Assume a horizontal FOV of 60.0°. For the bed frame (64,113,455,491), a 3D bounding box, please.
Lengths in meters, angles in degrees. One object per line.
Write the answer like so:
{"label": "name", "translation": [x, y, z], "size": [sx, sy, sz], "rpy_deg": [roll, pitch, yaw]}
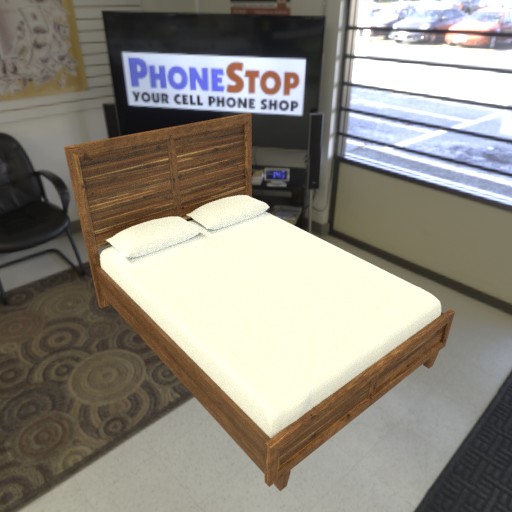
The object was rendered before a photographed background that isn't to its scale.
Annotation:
{"label": "bed frame", "translation": [0.000, 0.000, 3.235], "size": [1.696, 1.417, 2.276], "rpy_deg": [-23, 37, -33]}
